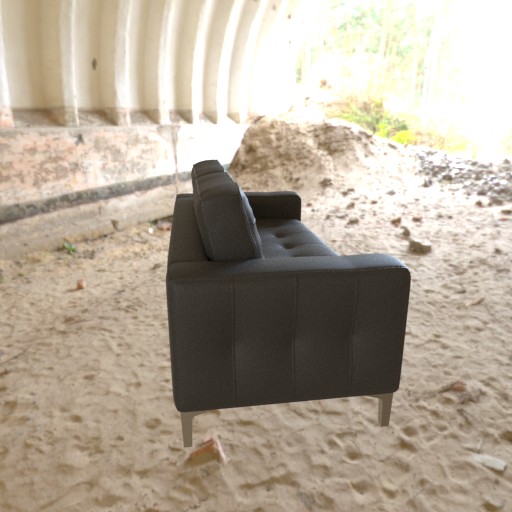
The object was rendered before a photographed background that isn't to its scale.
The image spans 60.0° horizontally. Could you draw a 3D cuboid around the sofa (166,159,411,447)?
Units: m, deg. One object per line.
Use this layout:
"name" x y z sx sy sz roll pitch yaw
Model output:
"sofa" 0.000 0.000 2.277 0.833 0.893 1.726 -3 17 -8
